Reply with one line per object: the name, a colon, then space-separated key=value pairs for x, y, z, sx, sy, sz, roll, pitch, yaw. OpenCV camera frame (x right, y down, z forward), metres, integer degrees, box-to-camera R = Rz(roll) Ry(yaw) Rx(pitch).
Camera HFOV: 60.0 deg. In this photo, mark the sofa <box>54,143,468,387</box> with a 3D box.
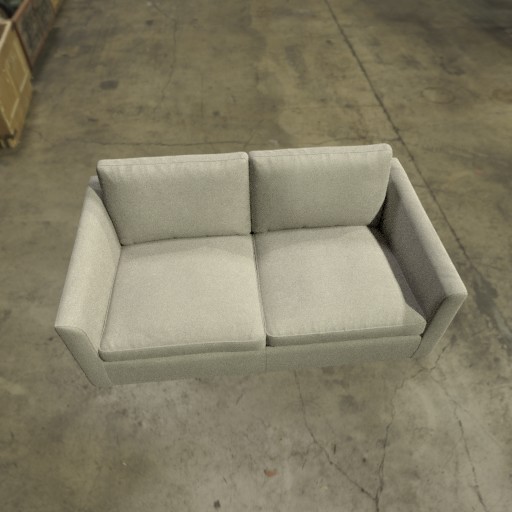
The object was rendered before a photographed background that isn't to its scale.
sofa: x=0.000 y=0.000 z=2.519 sx=1.905 sy=0.839 sz=1.091 roll=-4 pitch=48 yaw=-4
